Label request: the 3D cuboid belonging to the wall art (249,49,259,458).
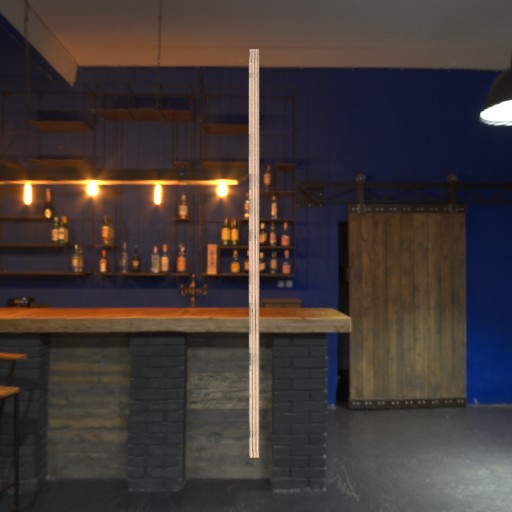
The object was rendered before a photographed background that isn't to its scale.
[{"bbox_3d":[0.000,0.000,0.696,0.010,0.408,0.508,0,-1,0],"label":"wall art"}]
